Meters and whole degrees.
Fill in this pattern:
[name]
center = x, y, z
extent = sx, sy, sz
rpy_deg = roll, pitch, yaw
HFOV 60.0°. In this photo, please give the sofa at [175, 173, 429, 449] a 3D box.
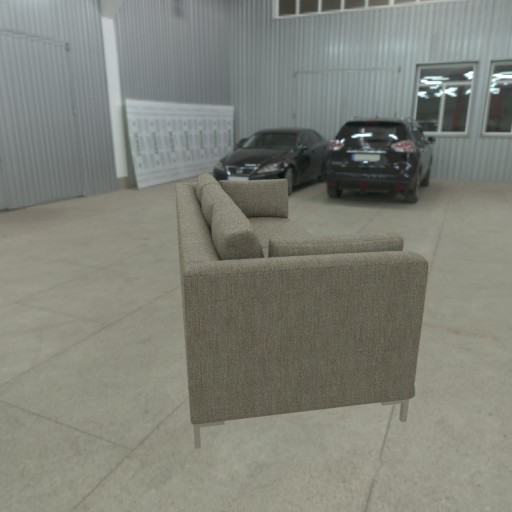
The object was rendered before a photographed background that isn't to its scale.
[sofa]
center = 0.000, 0.000, 2.865
extent = 0.969, 0.867, 2.415
rpy_deg = -3, 17, -10
